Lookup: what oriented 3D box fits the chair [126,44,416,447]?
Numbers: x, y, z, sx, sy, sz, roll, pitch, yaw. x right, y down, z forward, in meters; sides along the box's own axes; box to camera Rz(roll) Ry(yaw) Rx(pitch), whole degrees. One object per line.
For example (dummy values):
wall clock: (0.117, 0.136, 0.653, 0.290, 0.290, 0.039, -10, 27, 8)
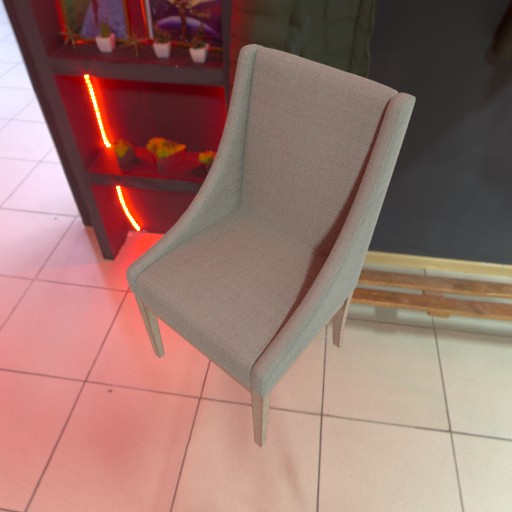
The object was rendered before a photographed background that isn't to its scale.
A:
chair: (0.000, 0.000, 1.398, 0.575, 1.021, 0.611, 32, 53, 28)
